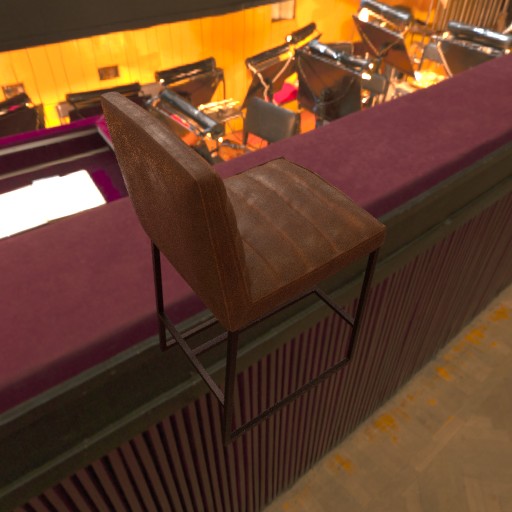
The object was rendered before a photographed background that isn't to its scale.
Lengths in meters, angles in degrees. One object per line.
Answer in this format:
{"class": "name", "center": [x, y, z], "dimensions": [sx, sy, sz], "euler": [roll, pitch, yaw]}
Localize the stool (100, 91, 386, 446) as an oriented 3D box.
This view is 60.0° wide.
{"class": "stool", "center": [0.000, 0.000, 1.267], "dimensions": [0.562, 0.942, 0.463], "euler": [-25, 47, -26]}
